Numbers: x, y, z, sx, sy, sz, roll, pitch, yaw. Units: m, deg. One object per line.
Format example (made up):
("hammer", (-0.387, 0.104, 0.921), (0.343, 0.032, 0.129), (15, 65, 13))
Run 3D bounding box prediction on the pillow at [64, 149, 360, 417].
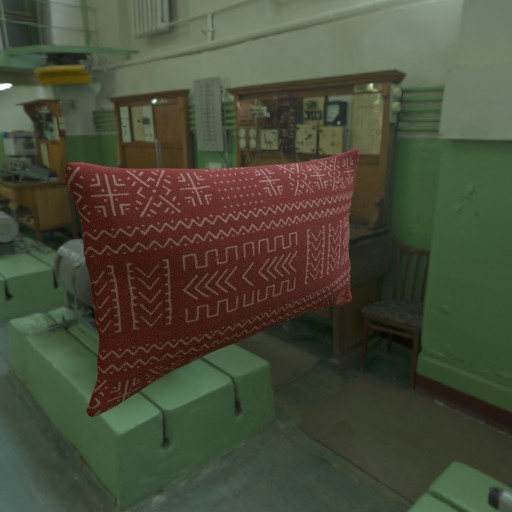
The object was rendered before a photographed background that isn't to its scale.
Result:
("pillow", (0.000, 0.000, 0.783), (0.640, 0.352, 0.130), (-15, 21, -42))
